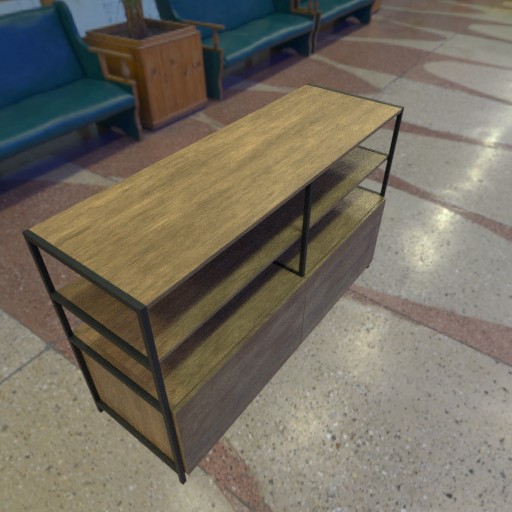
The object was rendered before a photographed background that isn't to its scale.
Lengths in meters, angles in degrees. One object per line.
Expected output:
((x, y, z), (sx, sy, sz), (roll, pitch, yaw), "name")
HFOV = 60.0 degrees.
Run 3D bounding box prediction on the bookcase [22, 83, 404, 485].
((0.000, 0.000, 1.437), (0.391, 0.712, 1.149), (26, 47, 28), "bookcase")
